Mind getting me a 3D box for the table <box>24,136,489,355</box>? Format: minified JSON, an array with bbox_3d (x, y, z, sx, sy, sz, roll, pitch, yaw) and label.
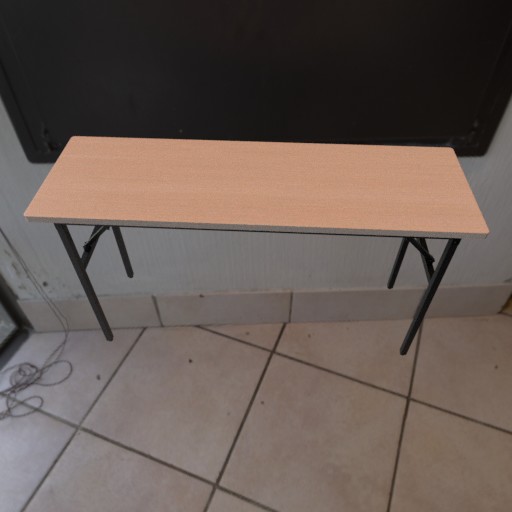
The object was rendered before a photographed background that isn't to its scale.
[{"bbox_3d":[0.000,0.000,1.747,1.397,0.750,0.447,2,47,2],"label":"table"}]
